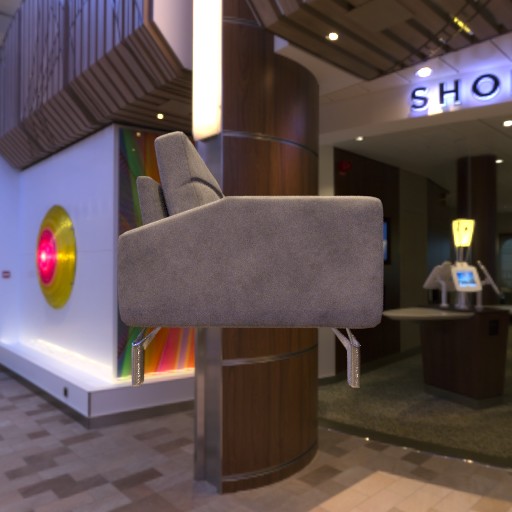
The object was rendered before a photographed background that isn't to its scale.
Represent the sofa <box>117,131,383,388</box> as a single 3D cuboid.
[{"bbox_3d":[0.000,0.000,2.295,0.849,0.859,1.837,0,-1,1],"label":"sofa"}]
